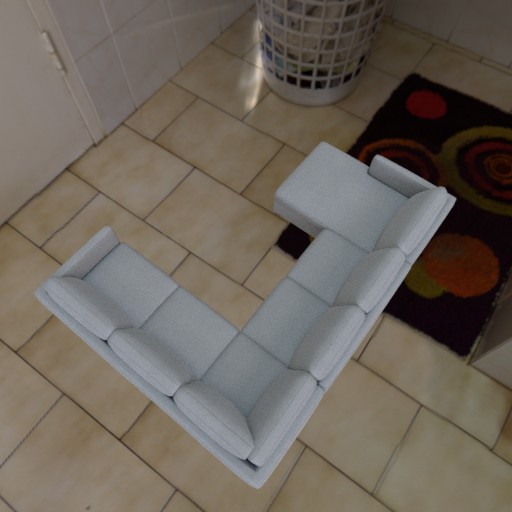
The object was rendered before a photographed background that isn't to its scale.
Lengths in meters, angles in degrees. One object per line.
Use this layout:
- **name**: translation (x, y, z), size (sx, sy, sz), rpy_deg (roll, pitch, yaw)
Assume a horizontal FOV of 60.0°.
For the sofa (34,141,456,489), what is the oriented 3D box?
- **sofa**: translation (0.000, 0.000, 4.359), size (2.551, 0.853, 3.238), rpy_deg (35, 68, 16)
